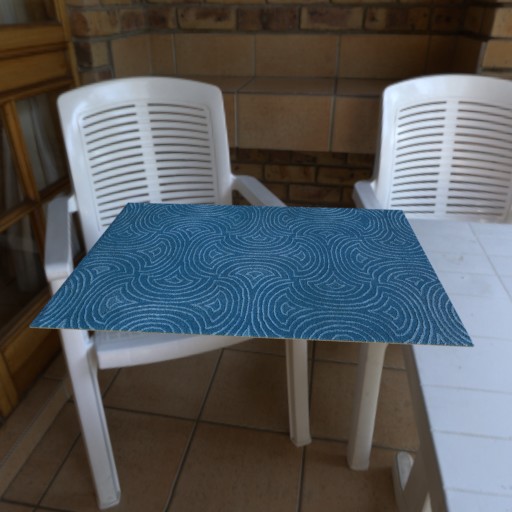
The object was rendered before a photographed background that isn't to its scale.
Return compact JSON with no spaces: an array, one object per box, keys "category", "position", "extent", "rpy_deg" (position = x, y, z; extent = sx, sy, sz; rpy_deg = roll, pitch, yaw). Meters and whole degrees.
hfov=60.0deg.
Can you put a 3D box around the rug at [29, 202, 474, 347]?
[{"category":"rug","position":[0.000,0.000,2.793],"extent":[2.144,0.015,1.543],"rpy_deg":[2,30,3]}]
